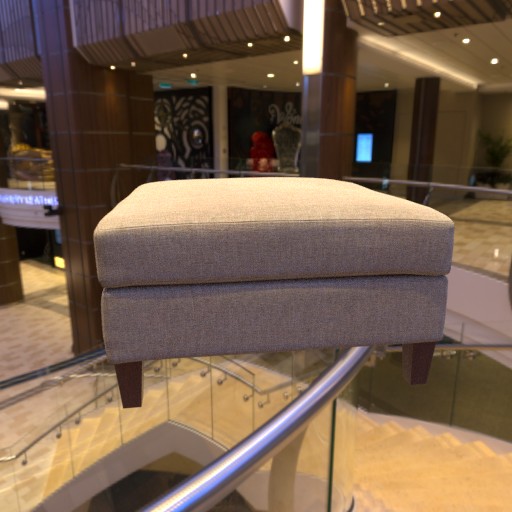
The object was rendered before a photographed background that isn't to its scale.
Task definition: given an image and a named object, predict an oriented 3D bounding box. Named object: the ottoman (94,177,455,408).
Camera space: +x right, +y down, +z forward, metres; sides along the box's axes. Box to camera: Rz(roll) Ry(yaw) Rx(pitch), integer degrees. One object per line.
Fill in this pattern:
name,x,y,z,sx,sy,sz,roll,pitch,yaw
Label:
ottoman,0.000,0.000,1.470,0.836,0.492,0.976,-2,14,-8
